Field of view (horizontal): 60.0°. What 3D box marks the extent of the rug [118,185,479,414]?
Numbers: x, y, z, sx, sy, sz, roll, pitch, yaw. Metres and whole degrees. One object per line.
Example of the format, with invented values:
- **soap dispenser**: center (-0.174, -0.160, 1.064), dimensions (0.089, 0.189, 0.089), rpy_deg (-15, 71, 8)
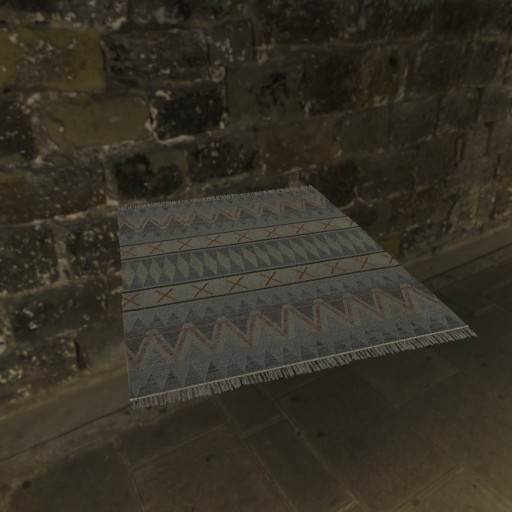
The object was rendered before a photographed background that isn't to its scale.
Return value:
- **rug**: center (0.000, 0.000, 4.012), dimensions (2.371, 0.012, 3.000), rpy_deg (-8, 31, -14)
